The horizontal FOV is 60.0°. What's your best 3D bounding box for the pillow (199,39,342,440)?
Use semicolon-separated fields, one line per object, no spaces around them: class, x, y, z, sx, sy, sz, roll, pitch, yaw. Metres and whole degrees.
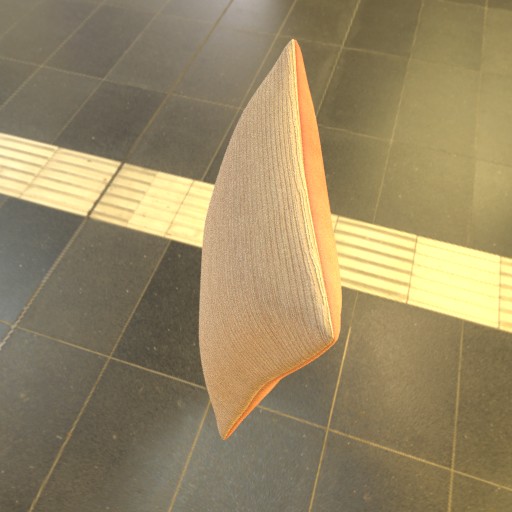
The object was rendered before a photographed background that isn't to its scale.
pillow;0.000;0.000;0.635;0.177;0.401;0.424;-1;57;-1
